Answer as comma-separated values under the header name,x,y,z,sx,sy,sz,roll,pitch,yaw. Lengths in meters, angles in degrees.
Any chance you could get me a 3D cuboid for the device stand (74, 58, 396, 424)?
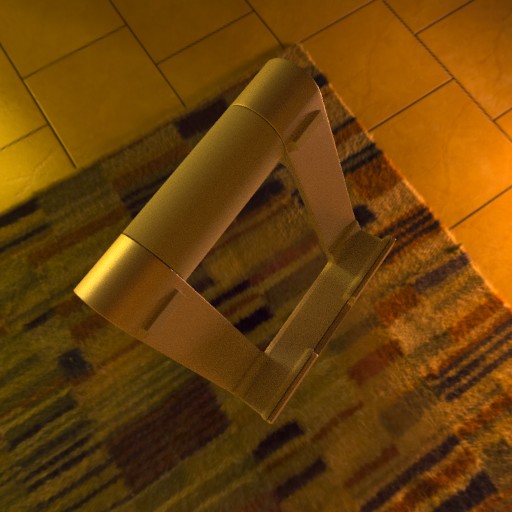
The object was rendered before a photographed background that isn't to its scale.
name,x,y,z,sx,sy,sz,roll,pitch,yaw
device stand,0.000,0.000,0.154,0.079,0.084,0.086,35,78,9
